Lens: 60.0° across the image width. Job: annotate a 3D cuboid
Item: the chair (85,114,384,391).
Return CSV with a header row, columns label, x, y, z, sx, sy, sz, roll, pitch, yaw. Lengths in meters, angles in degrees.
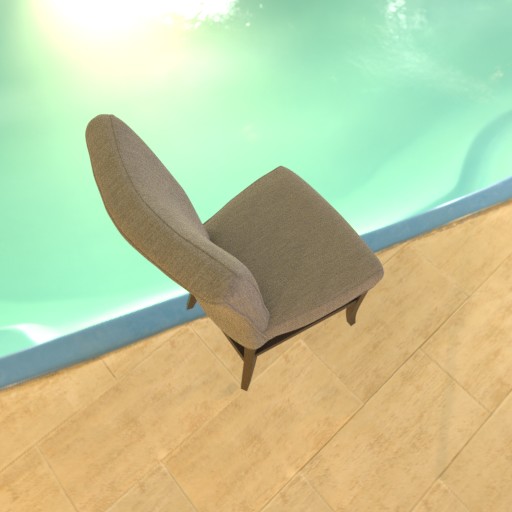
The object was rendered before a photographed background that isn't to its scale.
label,x,y,z,sx,sy,sz,roll,pitch,yaw
chair,0.000,0.000,1.331,0.660,0.991,0.520,-32,65,-17
